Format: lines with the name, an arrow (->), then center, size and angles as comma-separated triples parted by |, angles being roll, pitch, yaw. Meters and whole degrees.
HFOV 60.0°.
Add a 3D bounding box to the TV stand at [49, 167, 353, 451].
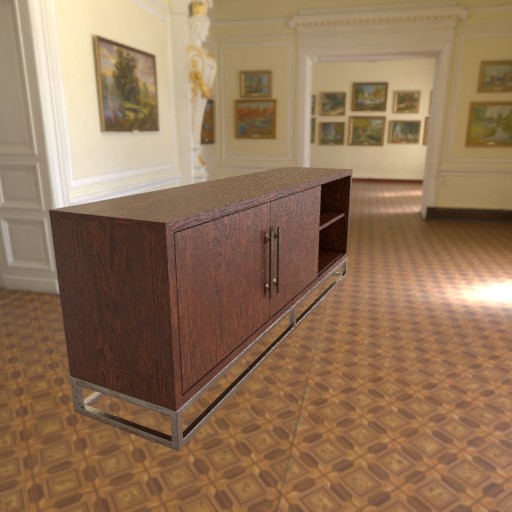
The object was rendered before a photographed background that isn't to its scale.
TV stand -> 0.000, 0.000, 1.758 | 0.382, 0.578, 1.541 | 8, 17, 25
